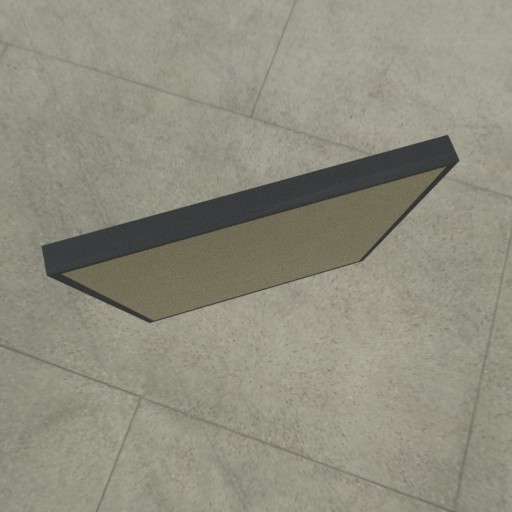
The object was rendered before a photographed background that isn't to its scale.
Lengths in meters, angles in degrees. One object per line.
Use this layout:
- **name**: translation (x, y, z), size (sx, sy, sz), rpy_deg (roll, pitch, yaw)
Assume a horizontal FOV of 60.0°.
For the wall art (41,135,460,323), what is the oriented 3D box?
- **wall art**: translation (0.000, 0.000, 0.774), size (0.509, 0.507, 0.037), rpy_deg (-16, 76, -4)
